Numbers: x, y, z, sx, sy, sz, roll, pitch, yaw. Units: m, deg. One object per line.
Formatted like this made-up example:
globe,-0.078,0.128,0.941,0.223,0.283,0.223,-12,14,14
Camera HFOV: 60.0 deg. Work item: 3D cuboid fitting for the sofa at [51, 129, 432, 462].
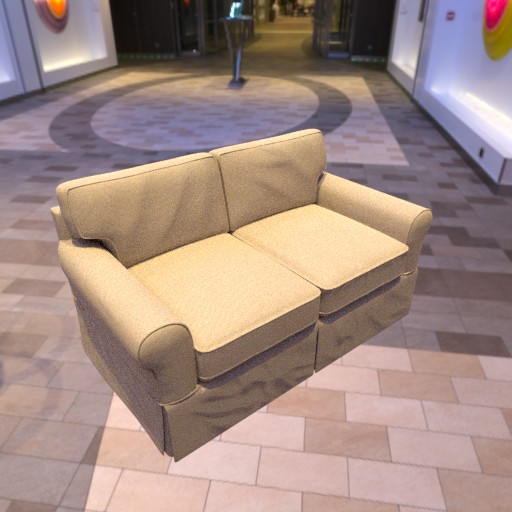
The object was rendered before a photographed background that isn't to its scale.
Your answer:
sofa,0.000,0.000,2.298,1.727,0.940,0.991,-22,36,-33
